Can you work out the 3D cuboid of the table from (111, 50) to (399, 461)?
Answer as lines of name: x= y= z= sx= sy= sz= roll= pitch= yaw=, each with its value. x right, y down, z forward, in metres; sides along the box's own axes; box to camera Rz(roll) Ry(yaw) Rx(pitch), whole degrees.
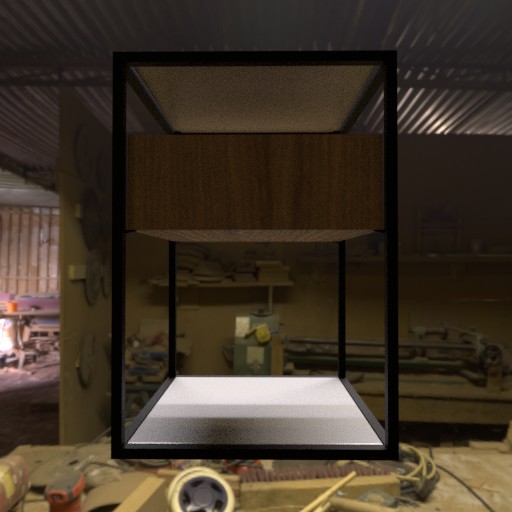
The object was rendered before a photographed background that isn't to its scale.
table: x=0.000 y=0.000 z=0.774 sx=0.378 sy=0.540 sz=0.378 roll=0 pitch=-1 yaw=1
